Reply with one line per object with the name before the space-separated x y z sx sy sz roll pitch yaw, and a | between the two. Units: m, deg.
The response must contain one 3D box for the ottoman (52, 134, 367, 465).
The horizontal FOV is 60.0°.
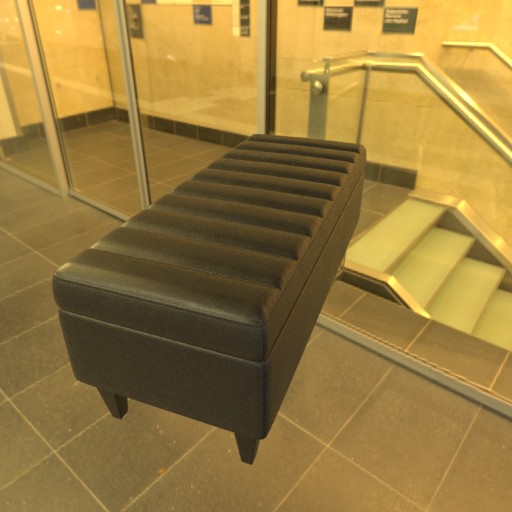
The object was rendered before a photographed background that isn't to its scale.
ottoman | 0.000 0.000 1.385 0.482 0.469 1.151 11 32 18
